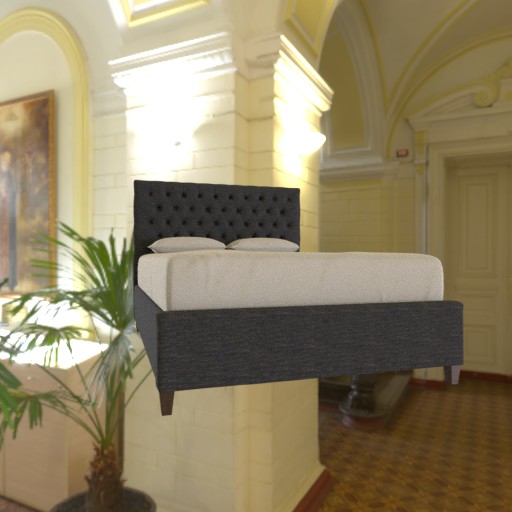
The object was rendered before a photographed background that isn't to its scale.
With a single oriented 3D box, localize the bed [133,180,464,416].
[{"bbox_3d":[0.000,0.000,3.330,1.698,1.427,2.387,0,0,-18],"label":"bed"}]
